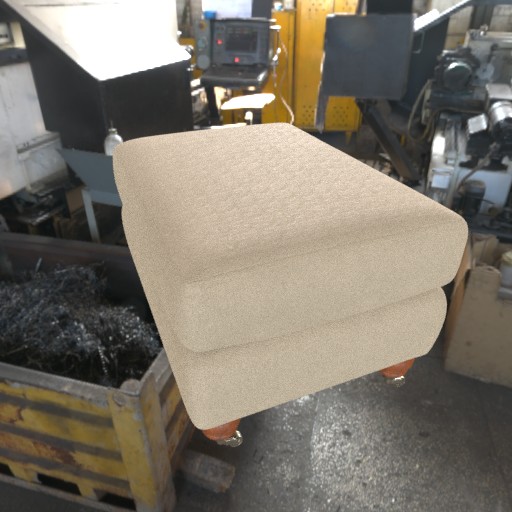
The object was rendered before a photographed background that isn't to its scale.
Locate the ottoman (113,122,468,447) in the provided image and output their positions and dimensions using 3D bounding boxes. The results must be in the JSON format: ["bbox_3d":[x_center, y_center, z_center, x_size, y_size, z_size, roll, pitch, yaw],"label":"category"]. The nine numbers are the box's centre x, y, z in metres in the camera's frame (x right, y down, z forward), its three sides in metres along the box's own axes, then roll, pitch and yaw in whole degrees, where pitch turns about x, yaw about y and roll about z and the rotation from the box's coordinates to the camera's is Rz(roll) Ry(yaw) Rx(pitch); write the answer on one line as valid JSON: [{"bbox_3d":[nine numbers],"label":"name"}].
[{"bbox_3d":[0.000,0.000,1.114,0.569,0.504,0.773,-12,33,-19],"label":"ottoman"}]
